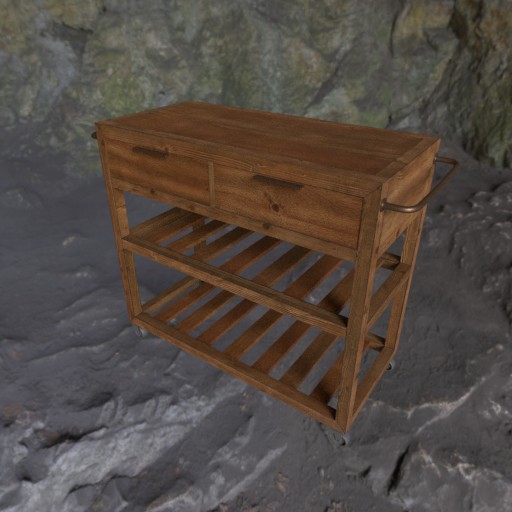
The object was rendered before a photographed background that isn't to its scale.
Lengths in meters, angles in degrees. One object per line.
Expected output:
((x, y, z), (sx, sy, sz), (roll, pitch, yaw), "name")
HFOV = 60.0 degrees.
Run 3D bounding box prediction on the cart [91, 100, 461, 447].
((0.000, 0.000, 1.475), (1.065, 0.830, 0.445), (19, 35, 30), "cart")
